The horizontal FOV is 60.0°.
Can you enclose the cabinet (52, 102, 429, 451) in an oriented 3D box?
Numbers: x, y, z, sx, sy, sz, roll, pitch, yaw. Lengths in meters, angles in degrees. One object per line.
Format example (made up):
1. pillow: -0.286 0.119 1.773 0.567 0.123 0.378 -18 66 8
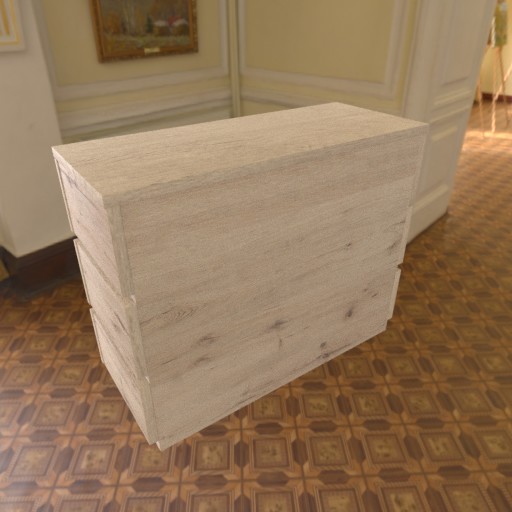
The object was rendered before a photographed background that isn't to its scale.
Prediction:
1. cabinet: 0.000 0.000 1.497 1.040 0.820 0.420 -19 35 -29
